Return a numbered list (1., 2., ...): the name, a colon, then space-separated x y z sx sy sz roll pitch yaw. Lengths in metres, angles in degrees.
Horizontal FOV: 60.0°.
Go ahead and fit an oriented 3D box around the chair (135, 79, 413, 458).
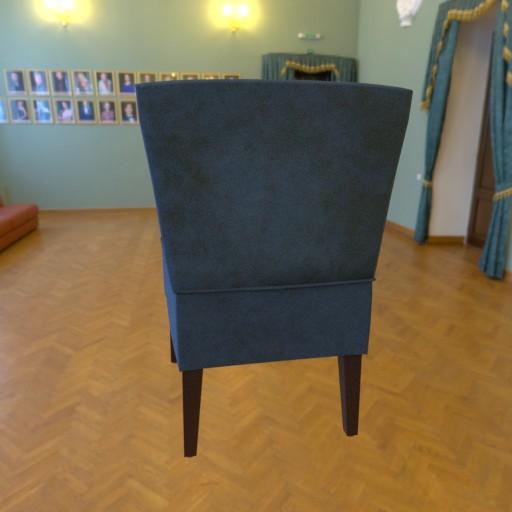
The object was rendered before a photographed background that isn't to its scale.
1. chair: 0.000 0.000 1.152 0.521 0.806 0.551 -3 16 -10
